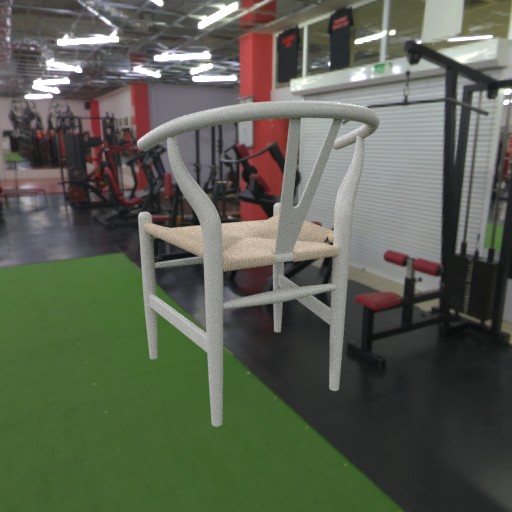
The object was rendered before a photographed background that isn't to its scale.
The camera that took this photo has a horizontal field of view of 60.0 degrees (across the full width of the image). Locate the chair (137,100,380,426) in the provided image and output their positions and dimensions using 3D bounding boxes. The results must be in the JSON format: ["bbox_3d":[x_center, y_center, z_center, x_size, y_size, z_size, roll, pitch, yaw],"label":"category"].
[{"bbox_3d":[0.000,0.000,1.167,0.569,0.730,0.579,-7,16,-26],"label":"chair"}]
